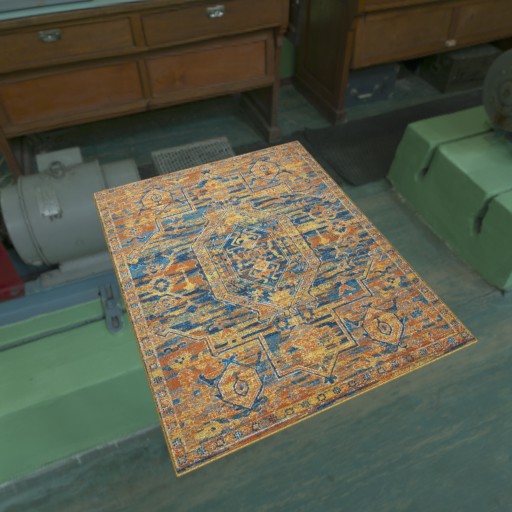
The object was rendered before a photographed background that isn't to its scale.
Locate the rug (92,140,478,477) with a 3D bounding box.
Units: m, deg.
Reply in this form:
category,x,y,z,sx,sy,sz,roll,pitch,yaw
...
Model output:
category,x,y,z,sx,sy,sz,roll,pitch,yaw
rug,0.000,0.000,4.049,2.435,0.031,3.040,-18,50,-16
